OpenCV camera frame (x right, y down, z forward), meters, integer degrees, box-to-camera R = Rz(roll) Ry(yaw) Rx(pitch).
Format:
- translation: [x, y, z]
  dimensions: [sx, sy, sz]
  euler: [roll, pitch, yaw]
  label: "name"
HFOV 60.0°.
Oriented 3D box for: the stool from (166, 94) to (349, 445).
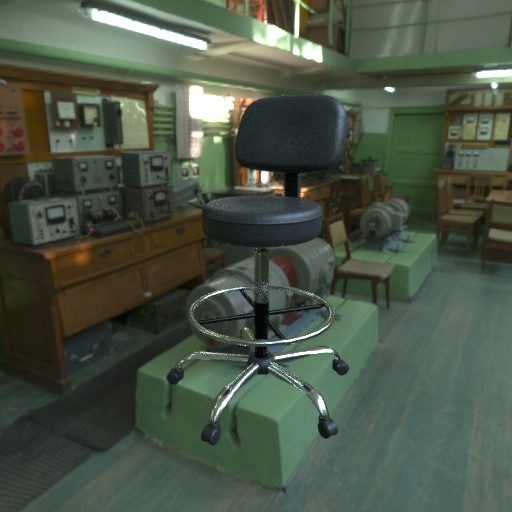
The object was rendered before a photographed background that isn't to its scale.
- translation: [0.000, 0.000, 1.507]
  dimensions: [0.694, 1.069, 0.658]
  euler: [8, 18, 27]
  label: "stool"
